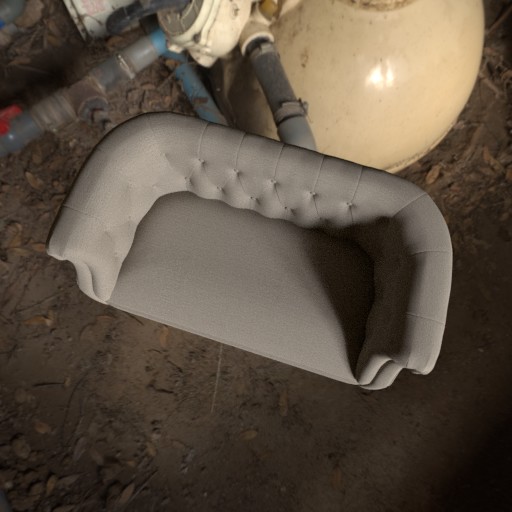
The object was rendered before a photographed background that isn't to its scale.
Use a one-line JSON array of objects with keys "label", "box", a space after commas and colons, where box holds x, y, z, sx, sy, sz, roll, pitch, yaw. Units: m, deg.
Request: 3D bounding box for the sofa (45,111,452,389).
[{"label": "sofa", "box": [0.000, 0.000, 2.061, 1.558, 0.827, 0.835, 17, 76, 4]}]
